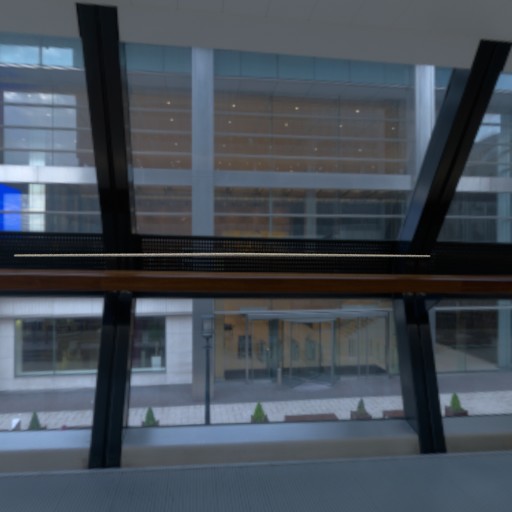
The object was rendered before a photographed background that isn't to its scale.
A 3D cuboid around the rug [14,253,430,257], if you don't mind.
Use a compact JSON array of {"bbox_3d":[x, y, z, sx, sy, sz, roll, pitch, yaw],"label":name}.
[{"bbox_3d":[0.000,0.000,2.262,1.220,0.007,1.828,0,0,37],"label":"rug"}]
